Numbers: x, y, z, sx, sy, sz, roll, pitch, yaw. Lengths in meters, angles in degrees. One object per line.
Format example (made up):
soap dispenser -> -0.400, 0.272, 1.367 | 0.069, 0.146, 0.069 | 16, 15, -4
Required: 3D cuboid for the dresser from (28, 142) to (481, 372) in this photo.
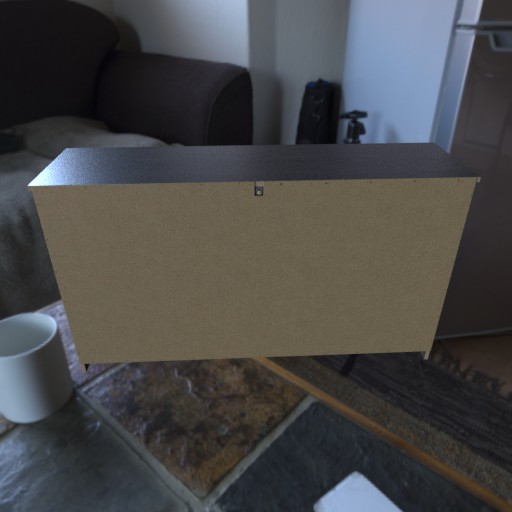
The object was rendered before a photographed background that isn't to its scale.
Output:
dresser -> 0.000, 0.000, 1.689 | 1.360, 0.755, 0.401 | -2, 31, -3
